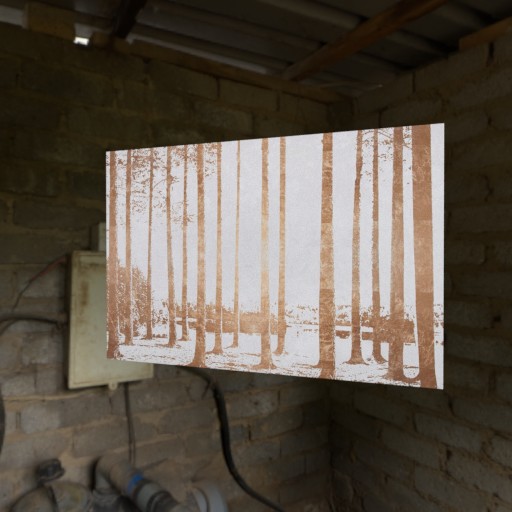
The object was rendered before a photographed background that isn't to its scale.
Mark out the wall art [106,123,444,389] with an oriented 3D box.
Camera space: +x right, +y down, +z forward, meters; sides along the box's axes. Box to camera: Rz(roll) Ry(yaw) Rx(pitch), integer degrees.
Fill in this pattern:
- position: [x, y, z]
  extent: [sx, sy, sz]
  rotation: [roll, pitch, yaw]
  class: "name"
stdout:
- position: [0.000, 0.000, 1.173]
  extent: [0.914, 0.609, 0.035]
  rotation: [0, 1, 18]
  class: "wall art"
